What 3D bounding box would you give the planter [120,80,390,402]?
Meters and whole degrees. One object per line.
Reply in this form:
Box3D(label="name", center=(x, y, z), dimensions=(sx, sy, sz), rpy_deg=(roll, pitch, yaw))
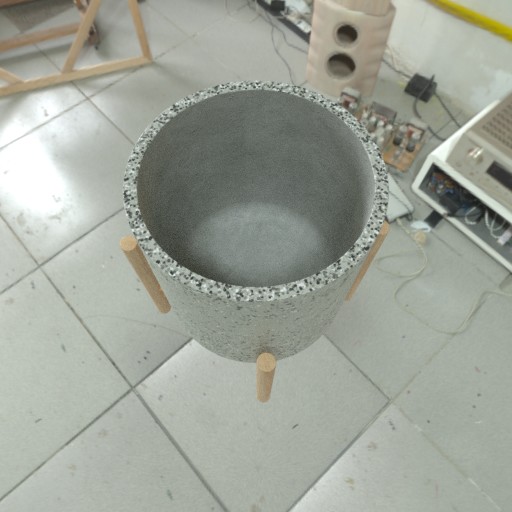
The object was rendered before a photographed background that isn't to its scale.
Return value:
Box3D(label="planter", center=(0.000, 0.000, 0.697), dimensions=(0.360, 0.419, 0.360), rpy_deg=(17, 65, 8))
